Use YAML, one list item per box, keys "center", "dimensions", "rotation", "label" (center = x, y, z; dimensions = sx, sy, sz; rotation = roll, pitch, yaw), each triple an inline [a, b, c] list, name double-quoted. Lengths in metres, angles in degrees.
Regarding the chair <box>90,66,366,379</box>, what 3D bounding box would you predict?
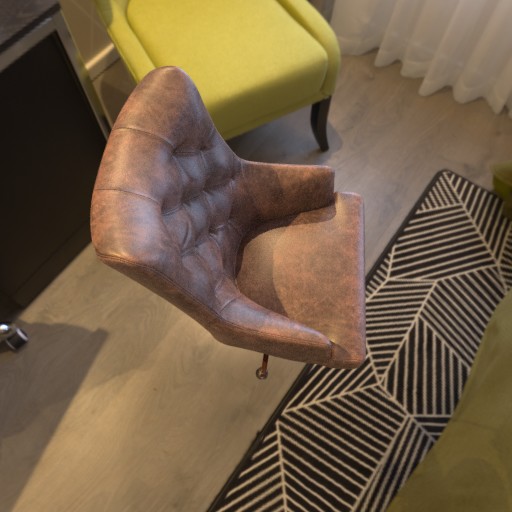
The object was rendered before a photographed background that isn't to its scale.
- center: [0.000, 0.000, 1.480]
  dimensions: [0.762, 1.035, 0.641]
  rotation: [5, 65, 2]
  label: "chair"
